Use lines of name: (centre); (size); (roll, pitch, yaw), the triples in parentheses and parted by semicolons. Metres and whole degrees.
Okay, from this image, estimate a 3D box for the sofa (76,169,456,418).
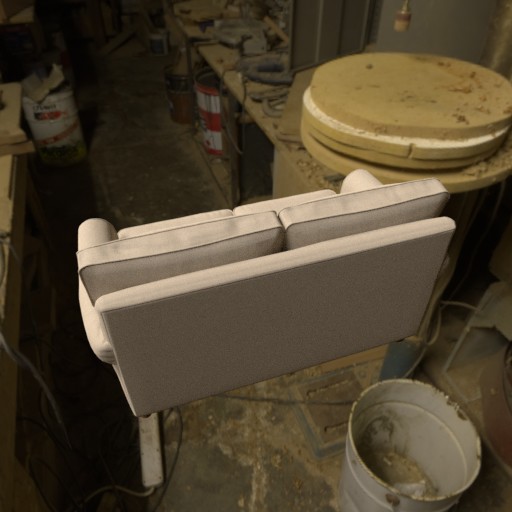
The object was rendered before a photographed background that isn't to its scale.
sofa: (0.000, 0.000, 2.235); (1.665, 0.937, 0.964); (-13, 43, -14)
